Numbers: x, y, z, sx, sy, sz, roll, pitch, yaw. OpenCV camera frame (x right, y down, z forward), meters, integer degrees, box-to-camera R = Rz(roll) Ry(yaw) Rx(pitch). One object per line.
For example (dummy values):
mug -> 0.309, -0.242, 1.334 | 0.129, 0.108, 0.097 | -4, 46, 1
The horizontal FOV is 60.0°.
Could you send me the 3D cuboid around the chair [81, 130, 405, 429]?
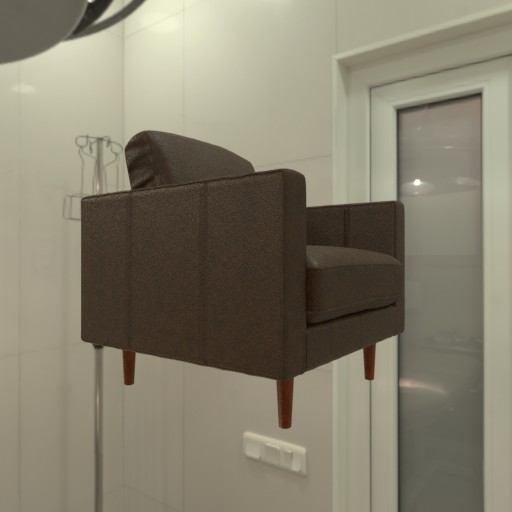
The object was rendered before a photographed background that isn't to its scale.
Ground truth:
chair -> 0.000, 0.000, 1.671 | 0.909, 0.956, 0.890 | 0, 0, 37
